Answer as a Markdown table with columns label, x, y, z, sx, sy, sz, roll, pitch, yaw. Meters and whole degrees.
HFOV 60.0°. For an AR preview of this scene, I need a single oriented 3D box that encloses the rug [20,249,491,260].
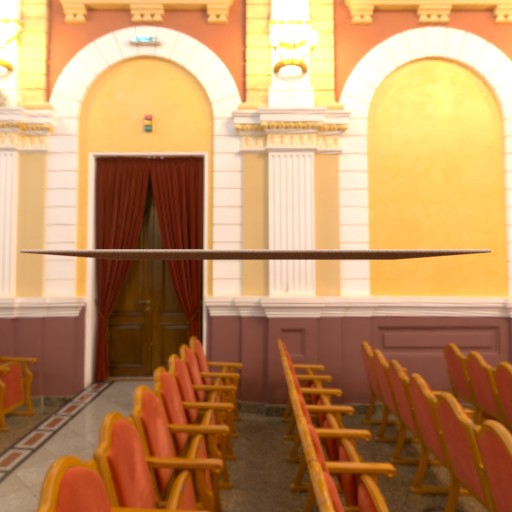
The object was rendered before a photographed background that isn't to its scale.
| label | x | y | z | sx | sy | sz | roll | pitch | yaw |
| --- | --- | --- | --- | --- | --- | --- | --- | --- | --- |
| rug | 0.000 | 0.000 | 2.319 | 1.829 | 0.013 | 1.219 | 0 | -2 | 1 |
